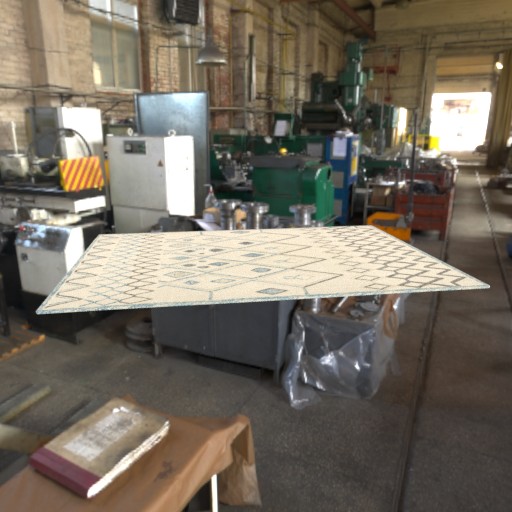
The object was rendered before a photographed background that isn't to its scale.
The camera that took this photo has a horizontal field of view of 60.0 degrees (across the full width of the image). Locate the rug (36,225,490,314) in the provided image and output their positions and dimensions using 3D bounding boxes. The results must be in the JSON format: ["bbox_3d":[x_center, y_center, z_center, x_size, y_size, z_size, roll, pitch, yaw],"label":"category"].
[{"bbox_3d":[0.000,0.000,2.343,1.820,0.009,1.260,-2,16,-8],"label":"rug"}]
